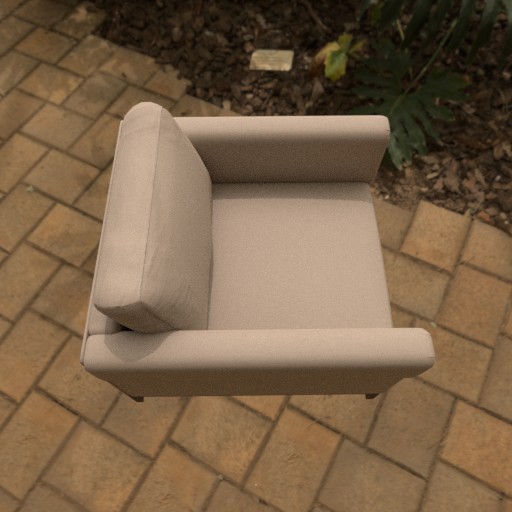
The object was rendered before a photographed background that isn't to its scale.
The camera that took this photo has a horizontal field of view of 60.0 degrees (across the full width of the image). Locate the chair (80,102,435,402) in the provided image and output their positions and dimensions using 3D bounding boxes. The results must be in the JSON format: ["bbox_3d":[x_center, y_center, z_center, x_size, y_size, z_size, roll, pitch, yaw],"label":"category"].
[{"bbox_3d":[0.000,0.000,1.590,0.959,0.838,0.914,-1,63,0],"label":"chair"}]
